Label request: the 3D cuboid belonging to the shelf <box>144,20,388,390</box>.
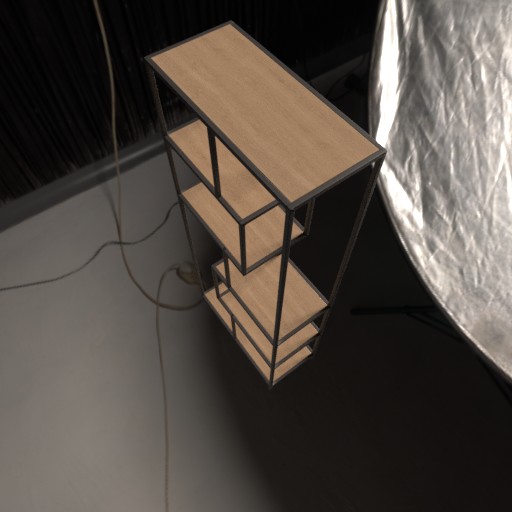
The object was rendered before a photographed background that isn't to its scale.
[{"bbox_3d":[0.000,0.000,2.139,0.350,1.850,0.770,-32,64,-18],"label":"shelf"}]
